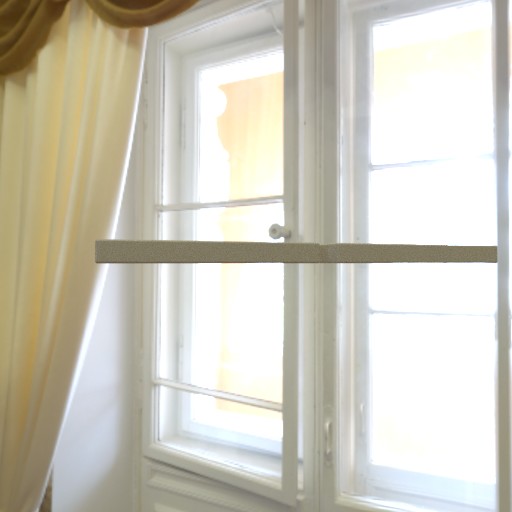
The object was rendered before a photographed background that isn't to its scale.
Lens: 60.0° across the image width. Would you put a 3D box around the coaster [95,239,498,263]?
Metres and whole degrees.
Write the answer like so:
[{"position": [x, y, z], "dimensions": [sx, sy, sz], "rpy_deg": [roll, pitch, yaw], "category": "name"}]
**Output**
[{"position": [0.000, 0.000, 0.318], "dimensions": [0.214, 0.010, 0.219], "rpy_deg": [0, -1, -19], "category": "coaster"}]
